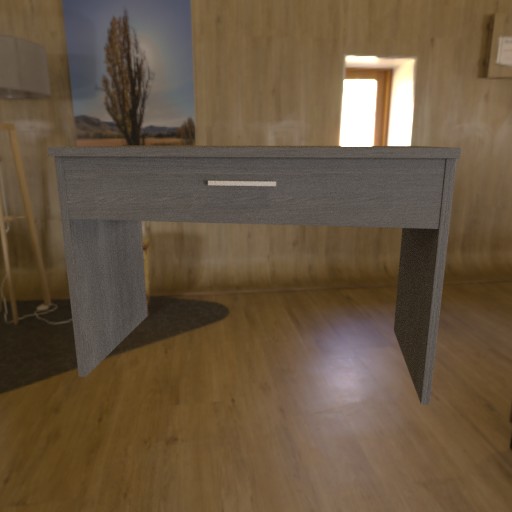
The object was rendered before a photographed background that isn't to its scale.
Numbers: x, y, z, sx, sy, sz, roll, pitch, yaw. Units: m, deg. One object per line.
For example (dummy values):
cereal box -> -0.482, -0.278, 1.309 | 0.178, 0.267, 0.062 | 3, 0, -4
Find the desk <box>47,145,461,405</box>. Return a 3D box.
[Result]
desk -> 0.000, 0.000, 1.520 | 1.099, 0.729, 0.557 | 2, 15, 8
